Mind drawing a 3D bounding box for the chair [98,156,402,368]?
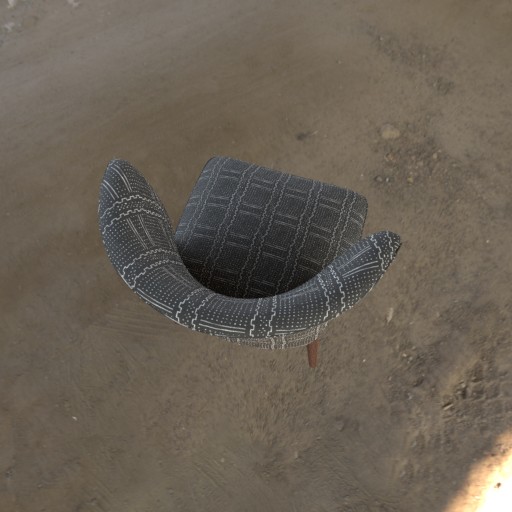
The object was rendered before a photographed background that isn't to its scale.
[{"bbox_3d":[0.000,0.000,1.390,0.710,0.866,0.758,16,65,8],"label":"chair"}]
